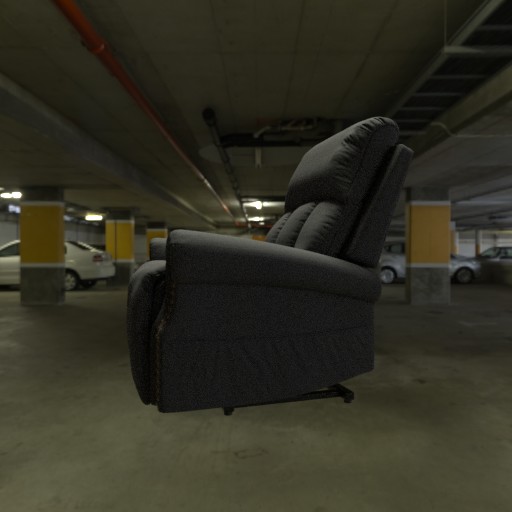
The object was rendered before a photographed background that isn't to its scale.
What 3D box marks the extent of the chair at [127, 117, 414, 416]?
[{"bbox_3d":[0.000,0.000,1.752,0.979,1.031,0.871,0,0,-17],"label":"chair"}]
